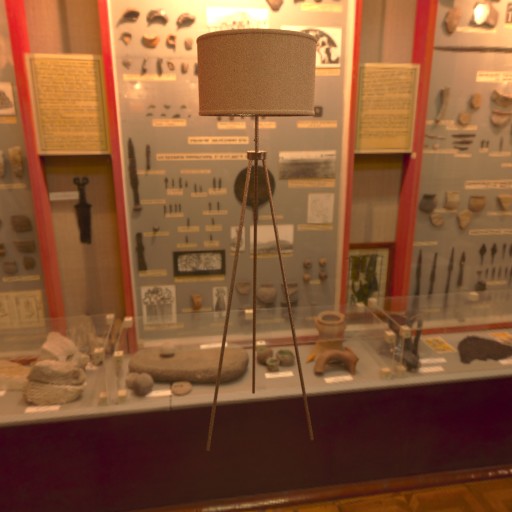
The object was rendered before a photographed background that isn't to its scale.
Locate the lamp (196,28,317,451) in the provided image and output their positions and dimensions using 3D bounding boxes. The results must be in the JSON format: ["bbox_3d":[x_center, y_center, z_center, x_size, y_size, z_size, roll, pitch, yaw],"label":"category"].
[{"bbox_3d":[0.000,0.000,1.752,0.449,1.545,0.460,-2,17,-7],"label":"lamp"}]
